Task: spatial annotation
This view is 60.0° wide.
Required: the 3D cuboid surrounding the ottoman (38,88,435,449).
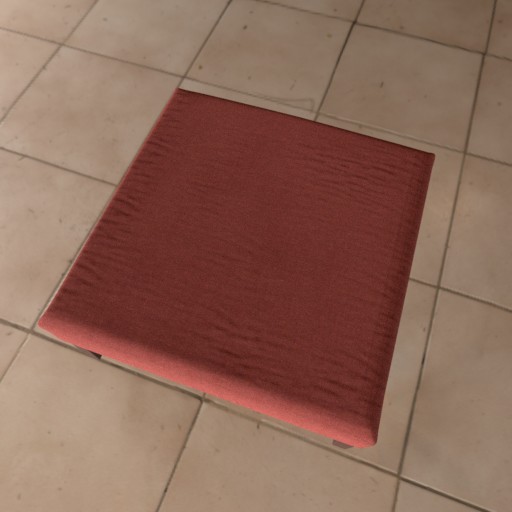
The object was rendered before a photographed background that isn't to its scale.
[{"bbox_3d":[0.000,0.000,1.400,0.890,0.411,0.889,17,65,8],"label":"ottoman"}]
